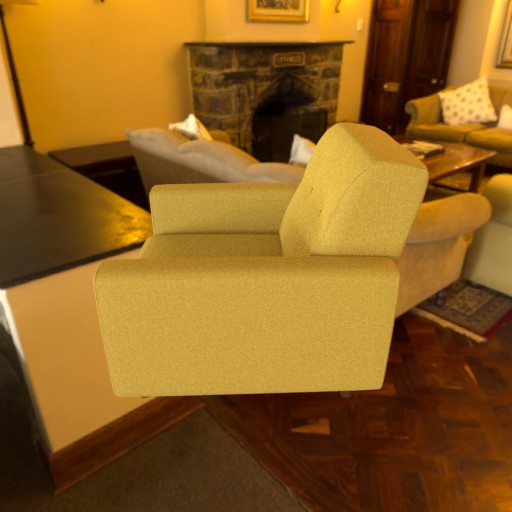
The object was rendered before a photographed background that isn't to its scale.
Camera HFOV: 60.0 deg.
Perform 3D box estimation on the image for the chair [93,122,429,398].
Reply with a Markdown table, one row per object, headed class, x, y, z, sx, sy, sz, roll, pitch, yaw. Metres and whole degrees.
| class | x | y | z | sx | sy | sz | roll | pitch | yaw |
| --- | --- | --- | --- | --- | --- | --- | --- | --- | --- |
| chair | 0.000 | 0.000 | 1.576 | 0.909 | 0.841 | 0.831 | 0 | 26 | 0 |
